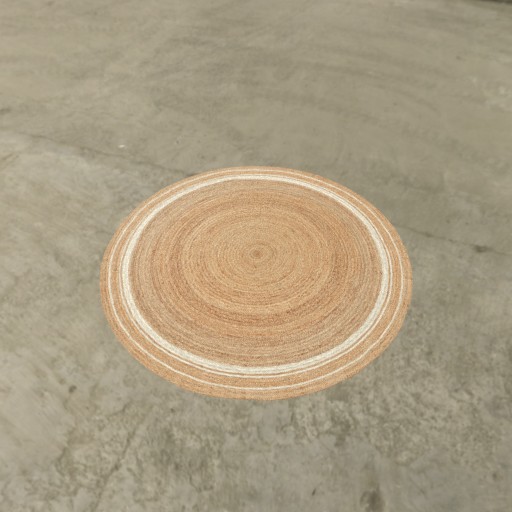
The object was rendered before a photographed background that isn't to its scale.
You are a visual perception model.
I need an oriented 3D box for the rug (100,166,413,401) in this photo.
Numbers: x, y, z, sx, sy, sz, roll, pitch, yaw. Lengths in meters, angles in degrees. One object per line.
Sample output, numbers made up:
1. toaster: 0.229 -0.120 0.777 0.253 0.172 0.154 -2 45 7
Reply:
1. rug: 0.000 0.000 3.565 2.444 0.015 2.444 0 47 0
